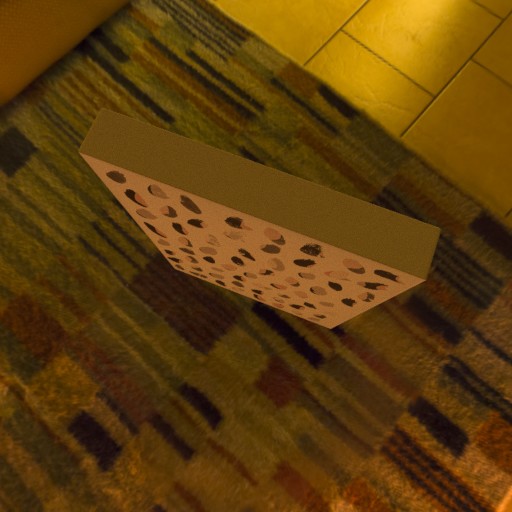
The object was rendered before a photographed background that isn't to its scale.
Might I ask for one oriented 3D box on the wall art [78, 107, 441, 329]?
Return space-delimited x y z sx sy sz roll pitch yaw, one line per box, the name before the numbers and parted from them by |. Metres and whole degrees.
wall art | 0.000 0.000 0.488 0.252 0.381 0.039 21 77 5
